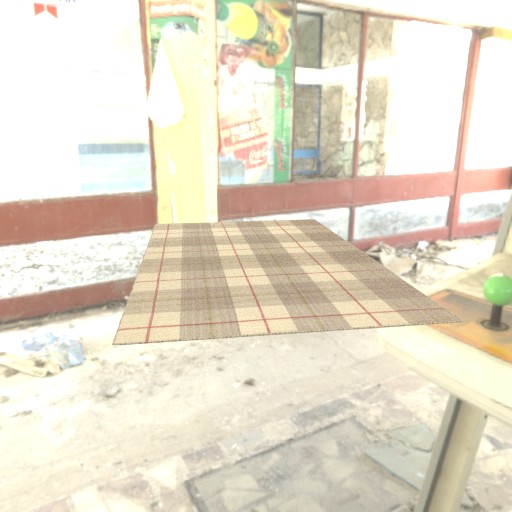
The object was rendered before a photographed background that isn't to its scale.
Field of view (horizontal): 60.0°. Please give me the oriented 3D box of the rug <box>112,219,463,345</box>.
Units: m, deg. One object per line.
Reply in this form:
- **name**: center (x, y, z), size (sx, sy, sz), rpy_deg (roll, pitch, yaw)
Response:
- **rug**: center (0.000, 0.000, 3.055), size (1.549, 0.010, 2.464), rpy_deg (-2, 16, -8)
